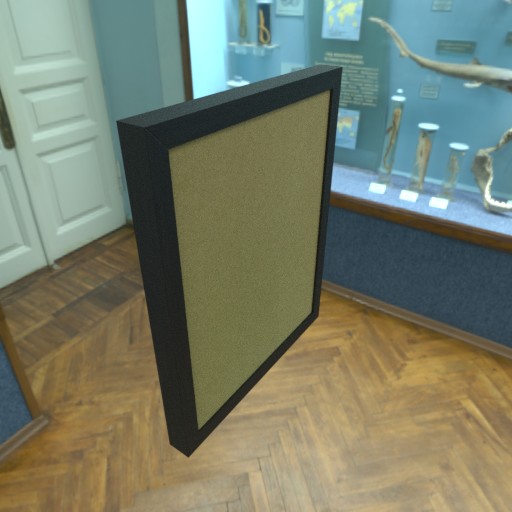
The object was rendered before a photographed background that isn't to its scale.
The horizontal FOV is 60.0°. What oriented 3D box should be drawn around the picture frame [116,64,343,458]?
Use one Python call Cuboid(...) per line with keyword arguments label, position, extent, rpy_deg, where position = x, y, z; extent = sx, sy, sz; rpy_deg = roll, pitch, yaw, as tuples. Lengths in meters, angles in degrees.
Cuboid(label="picture frame", position=(0.000, 0.000, 0.766), extent=(0.044, 0.555, 0.452), rpy_deg=(21, 38, 30))
